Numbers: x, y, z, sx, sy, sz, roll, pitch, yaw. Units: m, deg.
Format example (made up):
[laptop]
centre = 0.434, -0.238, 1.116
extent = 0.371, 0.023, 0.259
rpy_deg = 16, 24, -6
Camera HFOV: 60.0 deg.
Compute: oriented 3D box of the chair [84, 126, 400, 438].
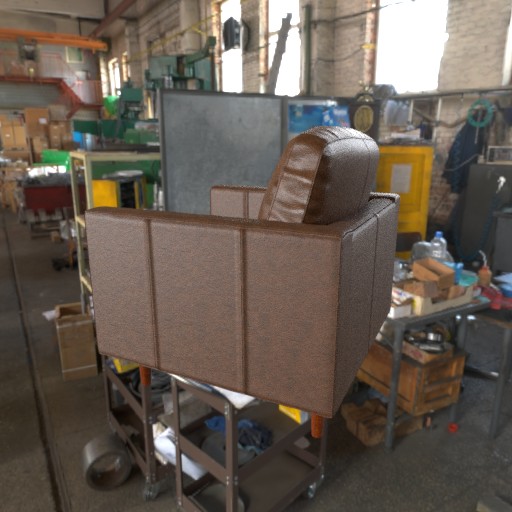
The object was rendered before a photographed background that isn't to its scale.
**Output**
[chair]
centre = 0.000, 0.000, 1.713
extent = 0.909, 0.956, 0.890
rpy_deg = 7, 17, 25
